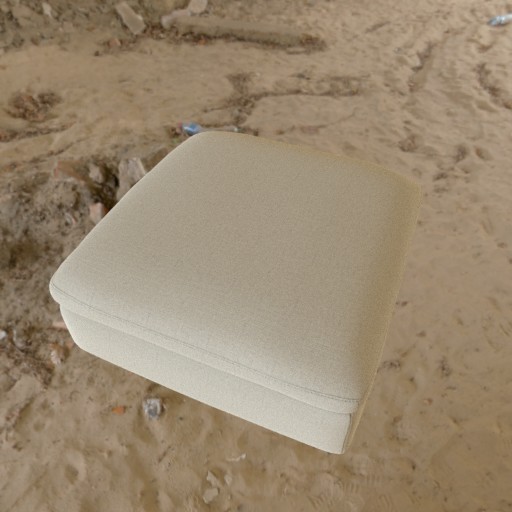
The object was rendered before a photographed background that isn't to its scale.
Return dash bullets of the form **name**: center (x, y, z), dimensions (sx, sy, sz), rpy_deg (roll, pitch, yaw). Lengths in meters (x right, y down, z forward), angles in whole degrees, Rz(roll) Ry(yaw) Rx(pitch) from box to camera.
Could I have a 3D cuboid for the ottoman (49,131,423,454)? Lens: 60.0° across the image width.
- **ottoman**: center (0.000, 0.000, 1.559), dimensions (0.977, 0.467, 0.996), rpy_deg (17, 48, 16)
